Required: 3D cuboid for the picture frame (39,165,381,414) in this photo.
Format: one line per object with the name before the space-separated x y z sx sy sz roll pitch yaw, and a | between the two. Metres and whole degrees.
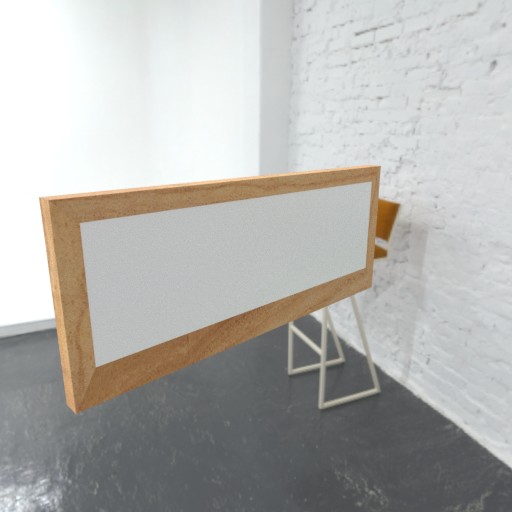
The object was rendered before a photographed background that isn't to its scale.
picture frame | 0.000 0.000 0.658 0.582 0.234 0.045 -15 22 -41
